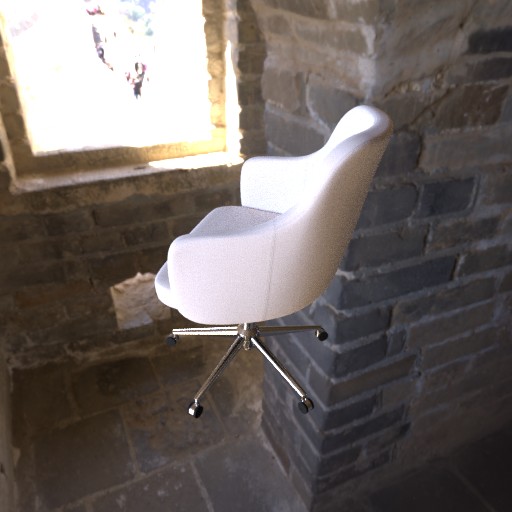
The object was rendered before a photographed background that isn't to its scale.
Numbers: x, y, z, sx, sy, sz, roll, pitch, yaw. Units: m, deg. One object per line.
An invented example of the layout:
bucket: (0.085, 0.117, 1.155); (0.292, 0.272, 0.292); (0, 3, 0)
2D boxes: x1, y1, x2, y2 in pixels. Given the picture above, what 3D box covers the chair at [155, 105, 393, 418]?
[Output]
chair: (0.000, 0.000, 1.286); (0.647, 0.819, 0.602); (8, 32, 14)
